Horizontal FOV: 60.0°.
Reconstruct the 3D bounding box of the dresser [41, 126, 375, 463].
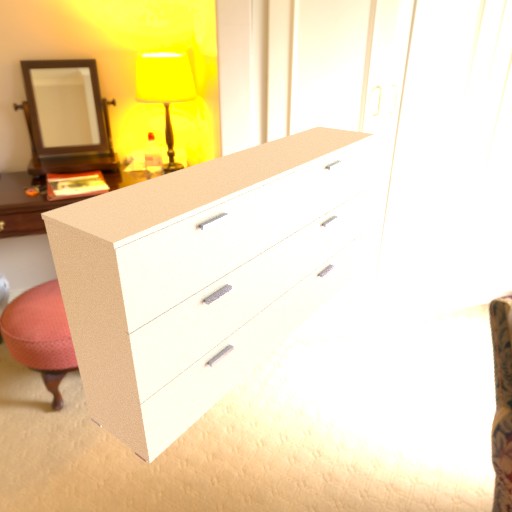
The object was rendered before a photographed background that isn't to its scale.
[{"bbox_3d":[0.000,0.000,1.860,0.333,0.790,1.535,19,33,32],"label":"dresser"}]
